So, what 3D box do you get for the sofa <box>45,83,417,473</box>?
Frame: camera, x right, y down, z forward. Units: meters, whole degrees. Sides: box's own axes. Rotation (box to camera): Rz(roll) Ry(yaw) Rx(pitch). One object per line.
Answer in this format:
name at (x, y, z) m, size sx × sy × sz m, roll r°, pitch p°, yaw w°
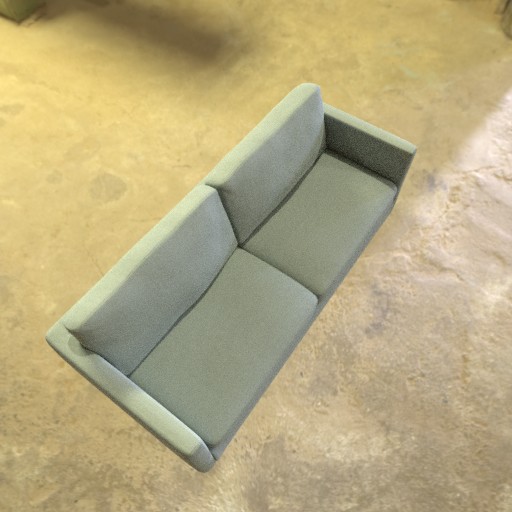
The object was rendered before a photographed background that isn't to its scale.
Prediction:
sofa at (0.000, 0.000, 2.646) m, size 0.951 × 0.965 × 2.208 m, roll 32°, pitch 64°, yaw 18°
